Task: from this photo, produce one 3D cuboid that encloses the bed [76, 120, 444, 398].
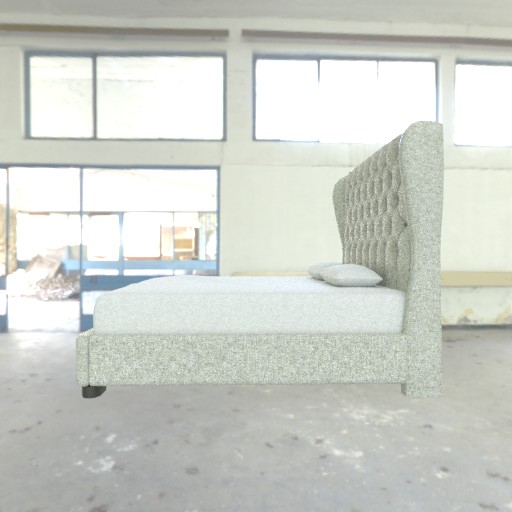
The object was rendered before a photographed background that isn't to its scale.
[{"bbox_3d":[0.000,0.000,3.854,2.347,1.771,2.219,0,0,-1],"label":"bed"}]
